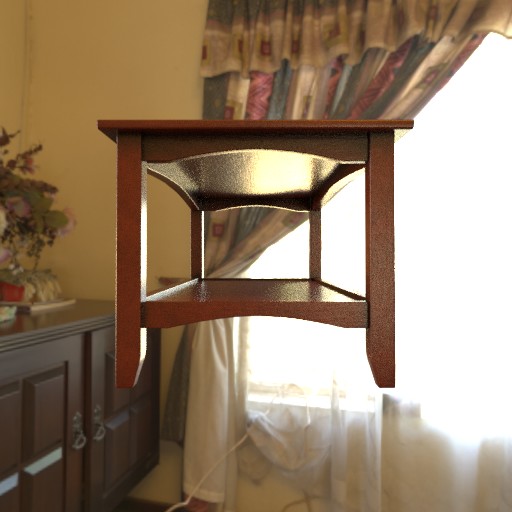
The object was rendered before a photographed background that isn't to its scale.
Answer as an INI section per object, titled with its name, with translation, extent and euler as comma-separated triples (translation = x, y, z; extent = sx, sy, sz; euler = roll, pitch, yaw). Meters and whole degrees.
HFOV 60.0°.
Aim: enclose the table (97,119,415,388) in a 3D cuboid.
[table]
translation = 0.000, 0.000, 1.211
extent = 0.533, 0.456, 0.943
euler = 0, 0, 0
